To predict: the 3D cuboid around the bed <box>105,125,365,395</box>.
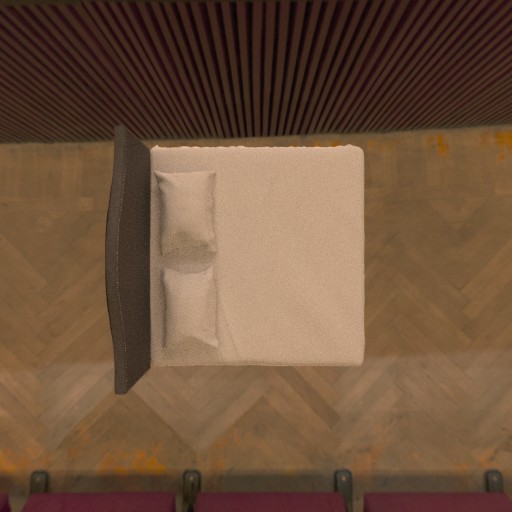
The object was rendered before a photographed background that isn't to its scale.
[{"bbox_3d":[0.000,0.000,3.863,2.219,1.651,2.314,0,90,0],"label":"bed"}]
